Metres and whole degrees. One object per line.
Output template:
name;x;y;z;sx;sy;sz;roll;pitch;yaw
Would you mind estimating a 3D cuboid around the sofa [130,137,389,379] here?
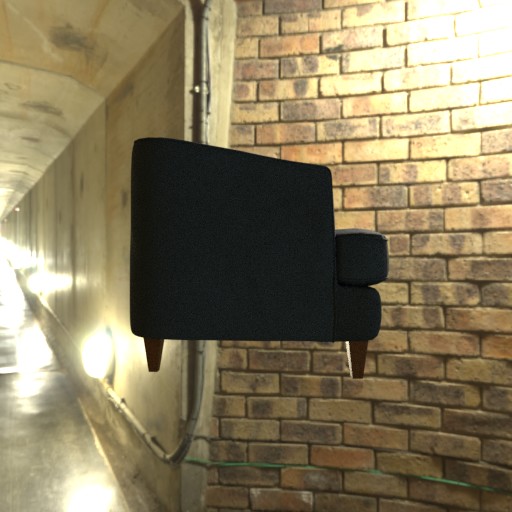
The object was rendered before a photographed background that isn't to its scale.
sofa;0.000;0.000;2.296;0.941;0.854;1.733;0;-1;1
